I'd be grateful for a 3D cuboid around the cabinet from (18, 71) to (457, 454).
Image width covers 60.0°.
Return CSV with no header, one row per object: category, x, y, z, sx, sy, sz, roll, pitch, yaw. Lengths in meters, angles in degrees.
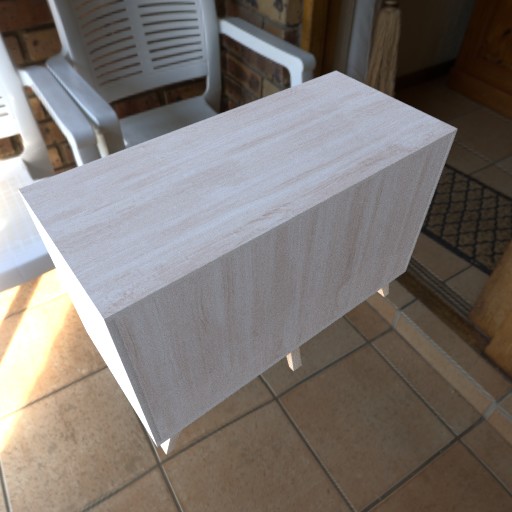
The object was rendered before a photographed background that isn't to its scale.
cabinet,0.000,0.000,1.483,1.110,0.780,0.500,-29,53,-25
